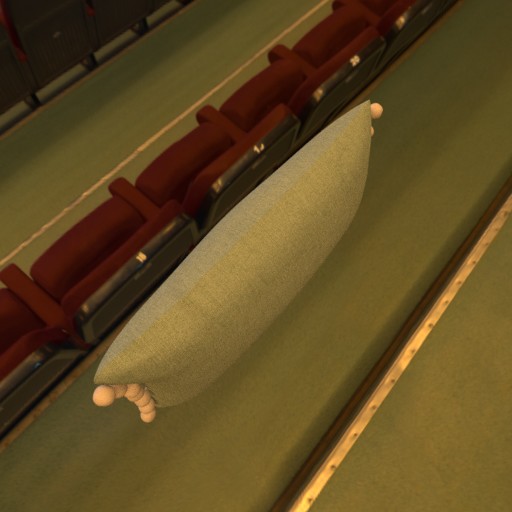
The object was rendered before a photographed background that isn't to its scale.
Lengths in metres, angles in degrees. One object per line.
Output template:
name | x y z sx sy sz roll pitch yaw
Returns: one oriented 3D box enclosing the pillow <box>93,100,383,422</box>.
pillow | 0.000 0.000 0.828 0.201 0.322 0.709 37 69 17
